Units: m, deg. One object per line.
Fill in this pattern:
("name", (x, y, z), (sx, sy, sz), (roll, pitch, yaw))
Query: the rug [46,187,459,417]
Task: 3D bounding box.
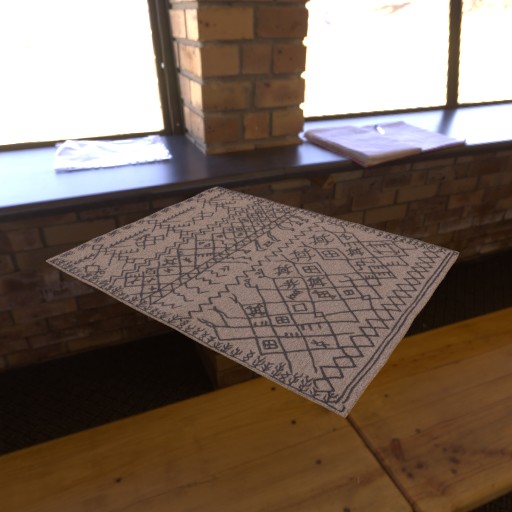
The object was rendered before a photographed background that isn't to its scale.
("rug", (0.000, 0.000, 3.331), (2.455, 0.025, 1.964), (20, 35, 31))
